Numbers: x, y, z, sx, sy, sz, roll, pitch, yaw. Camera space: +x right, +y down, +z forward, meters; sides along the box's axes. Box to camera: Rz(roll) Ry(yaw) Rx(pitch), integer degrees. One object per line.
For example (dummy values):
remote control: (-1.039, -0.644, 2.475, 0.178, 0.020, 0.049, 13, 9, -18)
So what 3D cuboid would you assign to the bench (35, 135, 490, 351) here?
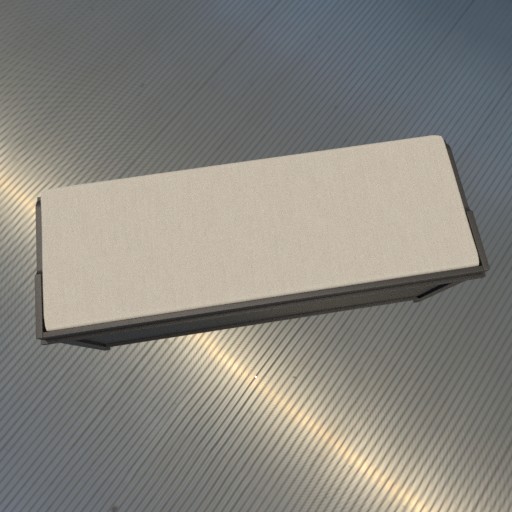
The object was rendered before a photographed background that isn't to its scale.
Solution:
bench: (0.000, 0.000, 1.368, 1.140, 0.501, 0.398, -8, 75, -2)
